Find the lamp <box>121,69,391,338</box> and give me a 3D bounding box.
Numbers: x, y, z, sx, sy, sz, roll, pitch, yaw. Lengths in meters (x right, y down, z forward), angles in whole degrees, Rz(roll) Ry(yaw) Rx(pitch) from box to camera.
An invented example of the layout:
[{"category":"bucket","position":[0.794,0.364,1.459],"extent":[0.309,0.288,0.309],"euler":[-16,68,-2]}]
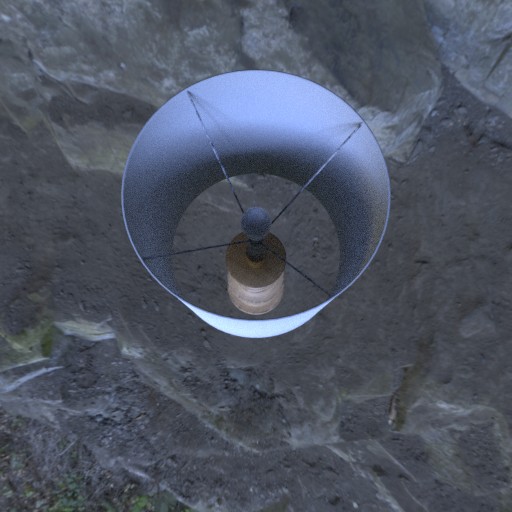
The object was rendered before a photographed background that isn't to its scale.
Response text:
[{"category":"lamp","position":[0.000,0.000,0.565],"extent":[0.208,0.455,0.208],"euler":[36,79,8]}]
